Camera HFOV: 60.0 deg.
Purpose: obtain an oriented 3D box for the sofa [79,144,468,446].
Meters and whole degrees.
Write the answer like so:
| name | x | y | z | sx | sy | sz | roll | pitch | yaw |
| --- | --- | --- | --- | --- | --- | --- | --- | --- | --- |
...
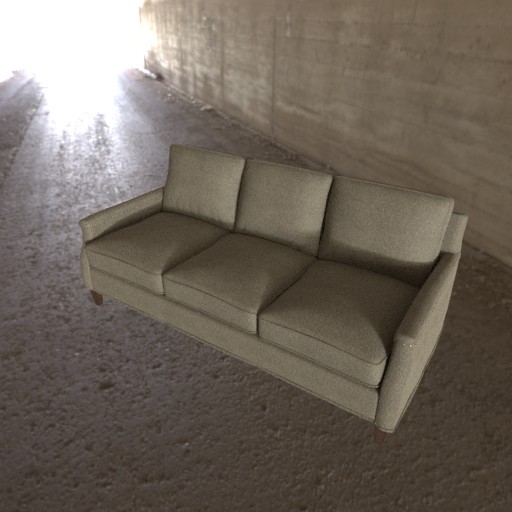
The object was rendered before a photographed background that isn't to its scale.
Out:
| name | x | y | z | sx | sy | sz | roll | pitch | yaw |
| --- | --- | --- | --- | --- | --- | --- | --- | --- | --- |
| sofa | 0.000 | 0.000 | 2.797 | 2.246 | 1.003 | 1.084 | 18 | 33 | 29 |
